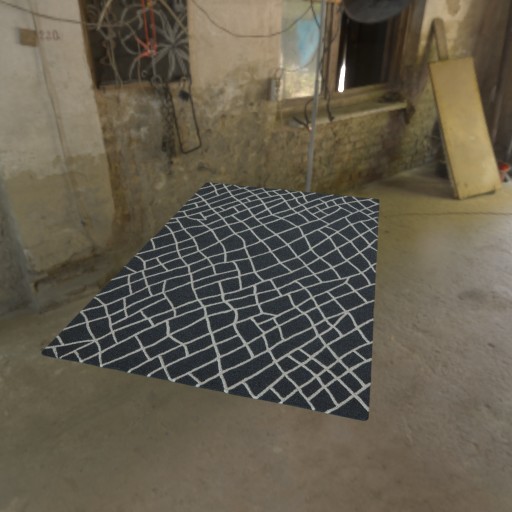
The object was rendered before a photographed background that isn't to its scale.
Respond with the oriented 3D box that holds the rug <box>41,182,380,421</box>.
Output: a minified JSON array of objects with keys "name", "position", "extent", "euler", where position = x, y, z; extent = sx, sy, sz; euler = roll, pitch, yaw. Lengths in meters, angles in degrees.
[{"name":"rug","position":[0.000,0.000,2.310],"extent":[1.223,0.013,1.830],"euler":[8,31,12]}]
